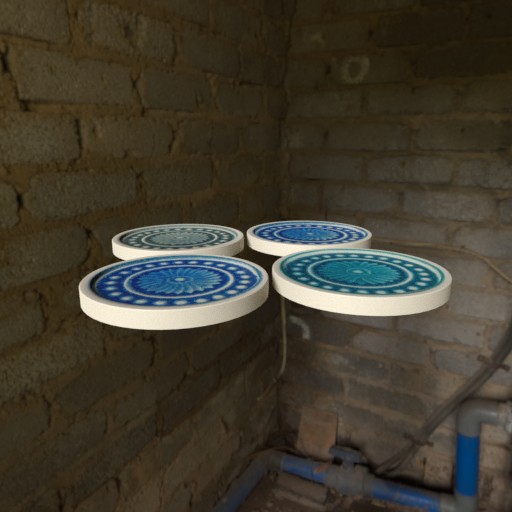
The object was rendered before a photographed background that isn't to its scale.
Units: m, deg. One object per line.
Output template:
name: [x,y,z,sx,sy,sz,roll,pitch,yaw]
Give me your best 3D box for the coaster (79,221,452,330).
coaster: [0.000,0.000,0.326,0.220,0.010,0.224,-2,15,-8]
